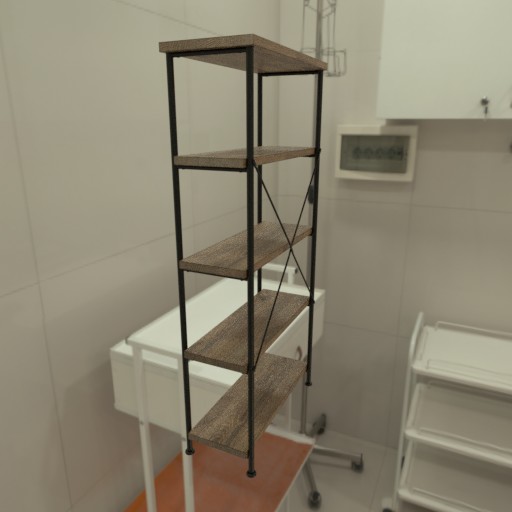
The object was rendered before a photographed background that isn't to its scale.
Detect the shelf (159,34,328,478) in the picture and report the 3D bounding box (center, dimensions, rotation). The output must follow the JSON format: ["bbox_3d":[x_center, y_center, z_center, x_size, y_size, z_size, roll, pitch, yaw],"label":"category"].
[{"bbox_3d":[0.000,0.000,2.034,0.360,1.700,0.800,8,19,24],"label":"shelf"}]
